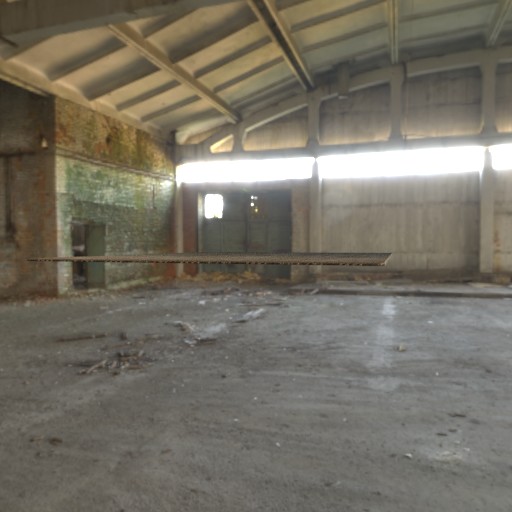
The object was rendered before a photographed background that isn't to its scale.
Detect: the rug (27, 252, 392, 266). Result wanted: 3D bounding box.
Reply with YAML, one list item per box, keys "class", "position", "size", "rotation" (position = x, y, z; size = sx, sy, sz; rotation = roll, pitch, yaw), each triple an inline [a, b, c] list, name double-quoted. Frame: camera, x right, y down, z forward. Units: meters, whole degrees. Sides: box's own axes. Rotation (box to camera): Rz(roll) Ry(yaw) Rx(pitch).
- class: "rug"
  position: [0.000, 0.000, 3.971]
  size: [2.306, 0.017, 2.902]
  rotation: [0, 2, 18]
